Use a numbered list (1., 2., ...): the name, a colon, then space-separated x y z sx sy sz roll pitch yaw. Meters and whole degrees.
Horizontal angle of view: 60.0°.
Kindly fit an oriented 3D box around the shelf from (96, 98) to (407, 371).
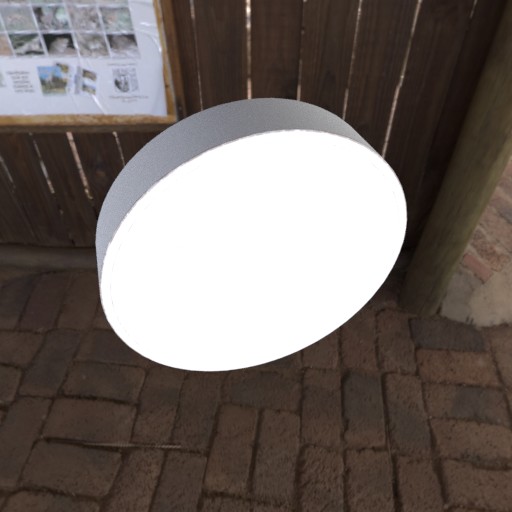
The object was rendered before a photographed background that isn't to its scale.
1. shelf: 0.000 0.000 1.196 0.806 0.807 0.158 -12 45 -13
